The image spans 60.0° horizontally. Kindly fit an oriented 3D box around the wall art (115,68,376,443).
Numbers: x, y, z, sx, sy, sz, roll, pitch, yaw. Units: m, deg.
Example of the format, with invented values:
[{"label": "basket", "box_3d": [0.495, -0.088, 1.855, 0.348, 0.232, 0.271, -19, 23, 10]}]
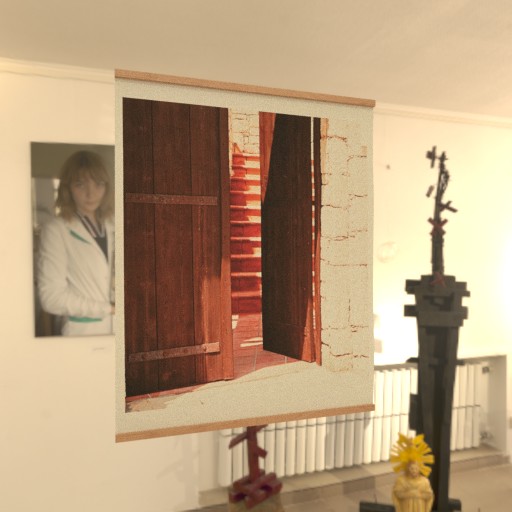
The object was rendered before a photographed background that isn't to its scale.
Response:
[{"label": "wall art", "box_3d": [0.000, 0.000, 0.669, 0.406, 0.508, 0.013, 0, 0, -18]}]
